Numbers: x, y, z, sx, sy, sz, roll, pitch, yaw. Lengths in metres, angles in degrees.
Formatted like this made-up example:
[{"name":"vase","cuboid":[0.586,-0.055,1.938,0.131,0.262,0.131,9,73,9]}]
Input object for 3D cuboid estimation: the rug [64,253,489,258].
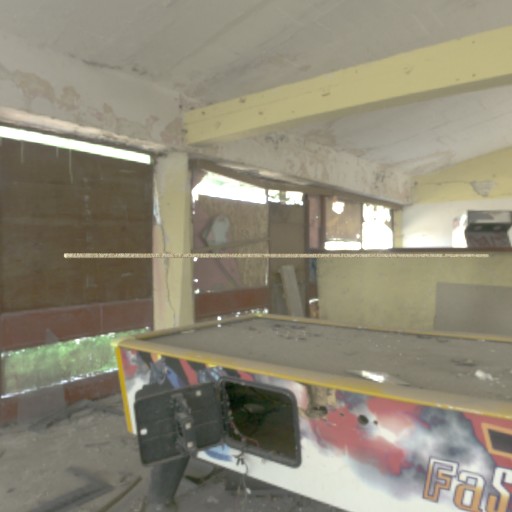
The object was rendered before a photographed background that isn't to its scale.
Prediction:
[{"name":"rug","cuboid":[0.000,0.000,4.048,3.001,0.025,2.401,0,0,-17]}]
